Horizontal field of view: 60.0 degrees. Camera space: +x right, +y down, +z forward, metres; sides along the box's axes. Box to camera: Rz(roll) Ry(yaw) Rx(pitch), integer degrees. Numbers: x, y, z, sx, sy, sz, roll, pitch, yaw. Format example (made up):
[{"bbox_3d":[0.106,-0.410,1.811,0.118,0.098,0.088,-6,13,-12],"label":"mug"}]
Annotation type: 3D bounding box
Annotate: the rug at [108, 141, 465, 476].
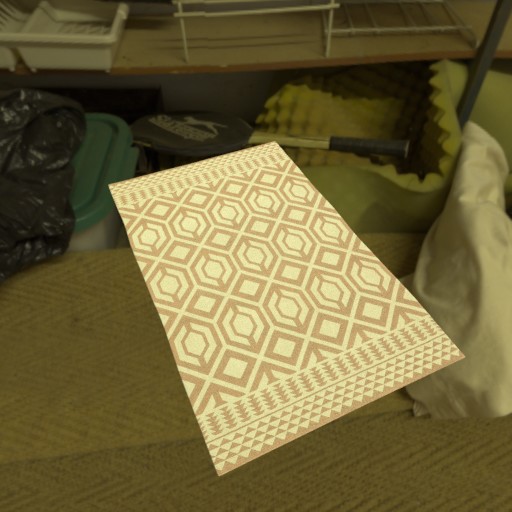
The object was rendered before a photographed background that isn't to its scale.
[{"bbox_3d":[0.000,0.000,3.068,1.526,0.011,2.435,-19,50,-17],"label":"rug"}]
